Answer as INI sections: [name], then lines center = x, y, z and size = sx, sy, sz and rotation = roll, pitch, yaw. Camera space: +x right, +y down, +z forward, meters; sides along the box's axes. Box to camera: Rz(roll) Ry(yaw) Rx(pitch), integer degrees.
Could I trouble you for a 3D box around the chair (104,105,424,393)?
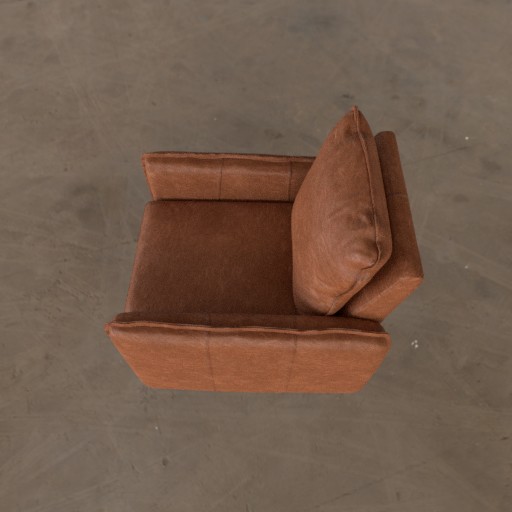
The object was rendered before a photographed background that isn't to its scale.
[chair]
center = 0.000, 0.000, 1.634
size = 0.922, 0.922, 0.830
rotation = 1, 58, 1
